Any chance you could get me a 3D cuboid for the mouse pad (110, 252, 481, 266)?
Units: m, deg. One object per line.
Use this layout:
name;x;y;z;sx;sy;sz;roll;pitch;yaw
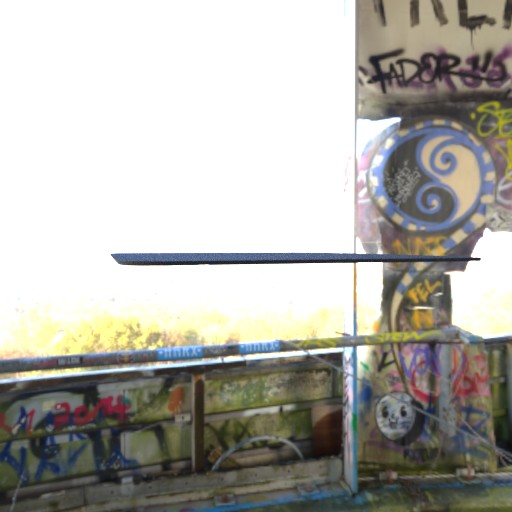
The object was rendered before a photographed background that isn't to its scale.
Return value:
mouse pad;0.000;0.000;0.343;0.211;0.002;0.249;0;1;-19
